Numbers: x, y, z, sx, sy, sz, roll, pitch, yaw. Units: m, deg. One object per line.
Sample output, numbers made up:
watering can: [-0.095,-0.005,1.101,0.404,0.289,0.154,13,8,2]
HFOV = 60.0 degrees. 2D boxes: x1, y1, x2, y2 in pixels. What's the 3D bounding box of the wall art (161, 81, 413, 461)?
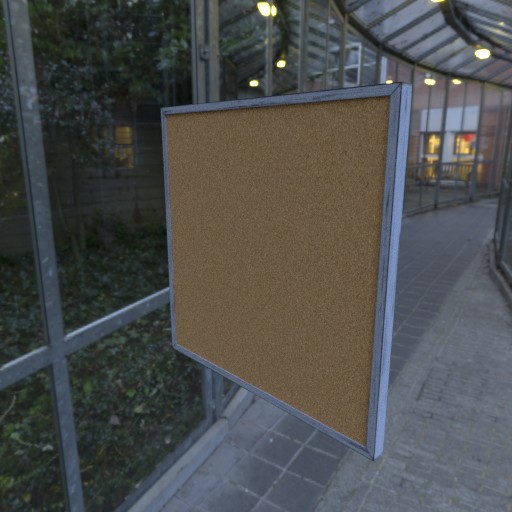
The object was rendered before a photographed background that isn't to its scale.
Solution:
wall art: [0.000,0.000,1.131,0.037,0.761,0.761,-13,19,-42]
